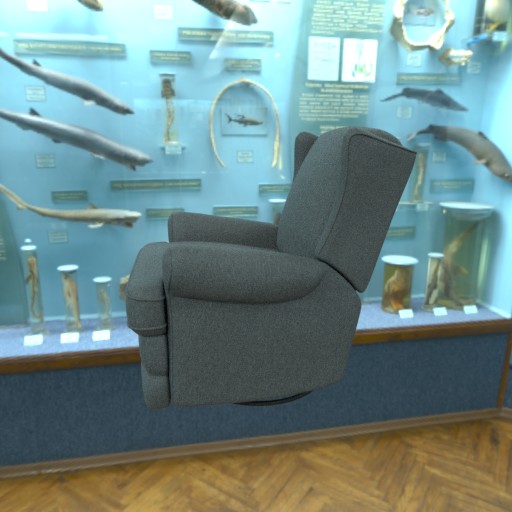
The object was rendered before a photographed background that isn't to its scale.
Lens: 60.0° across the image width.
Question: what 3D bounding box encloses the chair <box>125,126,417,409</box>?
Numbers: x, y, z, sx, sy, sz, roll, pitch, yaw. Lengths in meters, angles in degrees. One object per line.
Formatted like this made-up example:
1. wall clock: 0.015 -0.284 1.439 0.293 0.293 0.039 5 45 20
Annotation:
1. chair: 0.000 0.000 1.794 0.969 1.011 0.847 -2 15 -9
